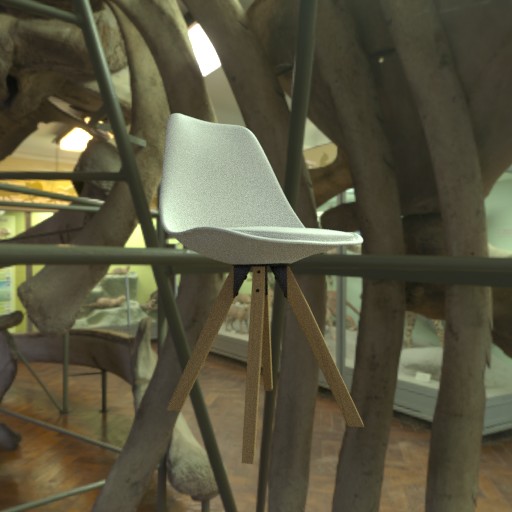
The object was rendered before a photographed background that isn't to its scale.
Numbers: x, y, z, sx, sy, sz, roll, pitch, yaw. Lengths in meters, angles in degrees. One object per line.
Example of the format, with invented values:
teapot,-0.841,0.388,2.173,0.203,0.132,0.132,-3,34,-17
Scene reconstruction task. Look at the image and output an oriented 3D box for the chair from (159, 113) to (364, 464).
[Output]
chair,0.000,0.000,1.183,0.485,0.849,0.550,0,0,-36
